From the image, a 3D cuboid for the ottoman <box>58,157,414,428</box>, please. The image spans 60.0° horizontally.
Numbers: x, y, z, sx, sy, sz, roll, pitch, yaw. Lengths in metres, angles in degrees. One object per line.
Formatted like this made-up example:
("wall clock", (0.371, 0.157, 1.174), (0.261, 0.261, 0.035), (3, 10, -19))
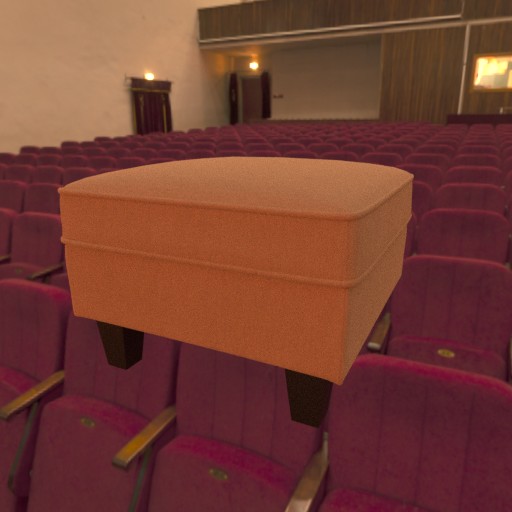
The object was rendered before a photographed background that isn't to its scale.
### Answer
("ottoman", (0.000, 0.000, 1.038), (0.616, 0.438, 0.613), (8, 18, 25))
